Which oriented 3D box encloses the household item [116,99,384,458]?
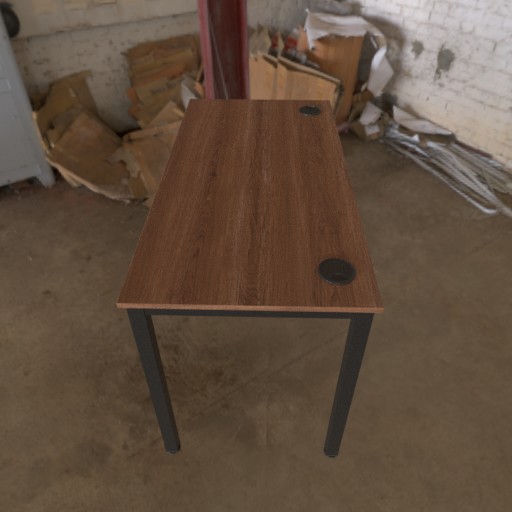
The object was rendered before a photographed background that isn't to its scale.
[{"bbox_3d":[0.000,0.000,1.688,0.600,0.750,1.200,1,41,1],"label":"household item"}]
